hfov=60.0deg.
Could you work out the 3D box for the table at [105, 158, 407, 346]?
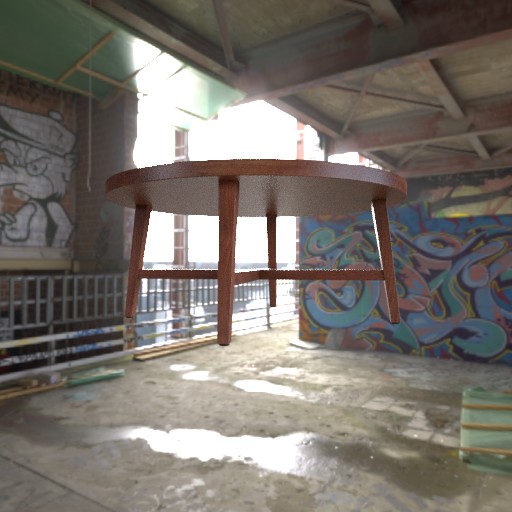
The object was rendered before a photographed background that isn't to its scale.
[{"bbox_3d":[0.000,0.000,1.237,0.800,0.360,0.800,0,-1,0],"label":"table"}]
